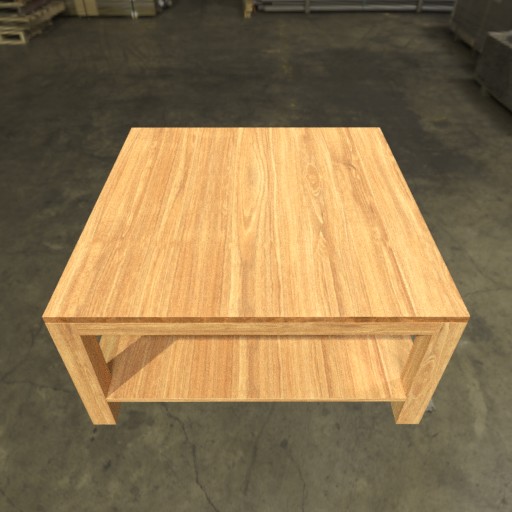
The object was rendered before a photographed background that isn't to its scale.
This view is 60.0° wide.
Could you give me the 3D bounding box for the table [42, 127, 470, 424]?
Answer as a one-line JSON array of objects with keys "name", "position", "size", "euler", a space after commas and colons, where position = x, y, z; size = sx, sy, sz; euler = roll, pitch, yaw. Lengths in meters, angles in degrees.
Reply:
[{"name": "table", "position": [0.000, 0.000, 1.417], "size": [0.900, 0.450, 0.900], "euler": [0, 41, 0]}]
